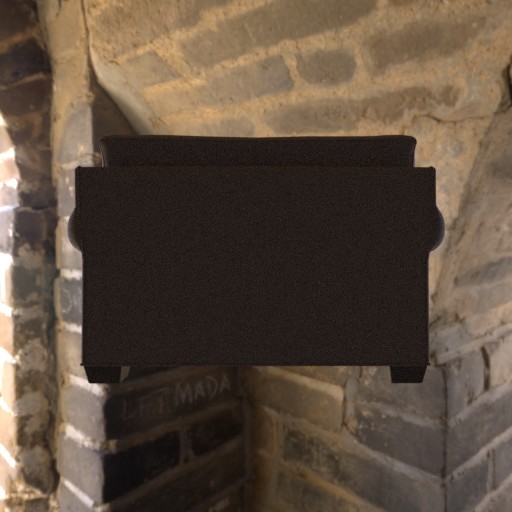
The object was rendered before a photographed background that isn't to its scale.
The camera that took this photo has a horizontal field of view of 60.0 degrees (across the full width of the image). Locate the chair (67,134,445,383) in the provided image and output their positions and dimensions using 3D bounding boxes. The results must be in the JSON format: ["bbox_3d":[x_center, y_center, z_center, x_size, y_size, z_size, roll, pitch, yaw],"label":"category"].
[{"bbox_3d":[0.000,0.000,2.021,1.390,0.930,0.930,0,-1,0],"label":"chair"}]
